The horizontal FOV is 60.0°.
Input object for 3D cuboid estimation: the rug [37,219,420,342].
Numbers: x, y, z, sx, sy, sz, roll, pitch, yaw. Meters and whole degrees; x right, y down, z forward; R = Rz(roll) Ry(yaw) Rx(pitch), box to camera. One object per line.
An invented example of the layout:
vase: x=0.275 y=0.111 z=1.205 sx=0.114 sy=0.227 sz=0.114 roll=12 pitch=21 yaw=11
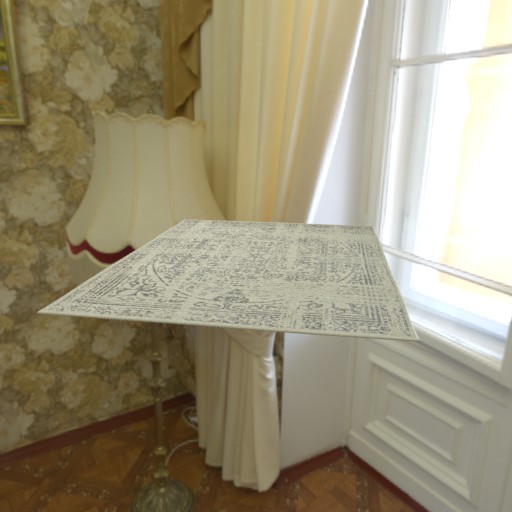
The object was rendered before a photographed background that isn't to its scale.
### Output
rug: x=0.000 y=0.000 z=3.974 sx=2.311 sy=0.032 sz=2.921 roll=3 pitch=17 yaw=9
